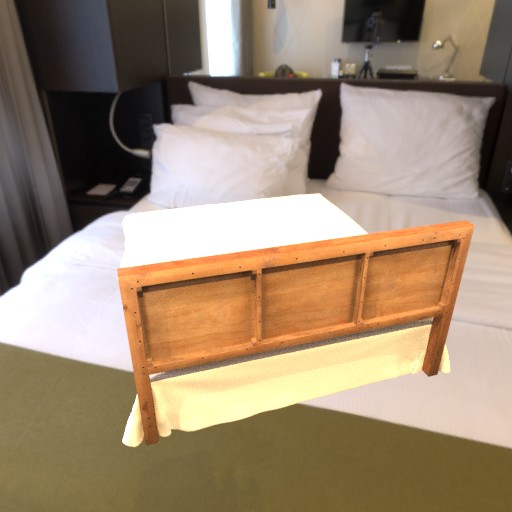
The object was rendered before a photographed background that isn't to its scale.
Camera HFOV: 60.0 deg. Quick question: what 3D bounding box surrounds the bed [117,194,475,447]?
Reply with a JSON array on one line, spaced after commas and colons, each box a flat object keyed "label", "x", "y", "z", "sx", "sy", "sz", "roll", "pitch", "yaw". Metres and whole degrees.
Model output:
[{"label": "bed", "x": 0.000, "y": 0.000, "z": 3.490, "sx": 2.255, "sy": 1.158, "sz": 2.165, "roll": -8, "pitch": 29, "yaw": -15}]
